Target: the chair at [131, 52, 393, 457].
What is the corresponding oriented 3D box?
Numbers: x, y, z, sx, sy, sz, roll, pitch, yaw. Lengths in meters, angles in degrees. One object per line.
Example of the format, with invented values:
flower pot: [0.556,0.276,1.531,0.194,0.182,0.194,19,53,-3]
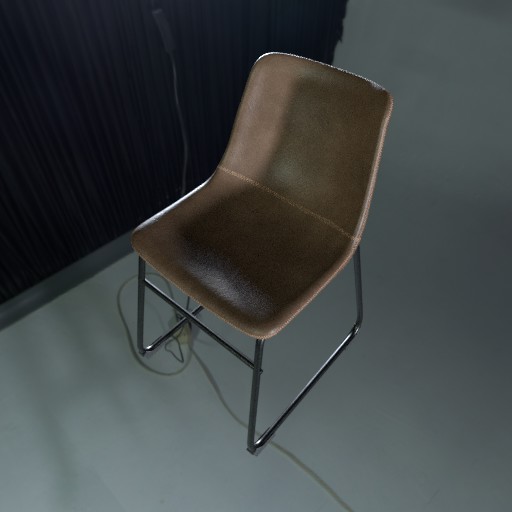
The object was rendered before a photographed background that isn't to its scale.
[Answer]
chair: [0.000,0.000,1.108,0.460,0.780,0.551,32,54,27]
